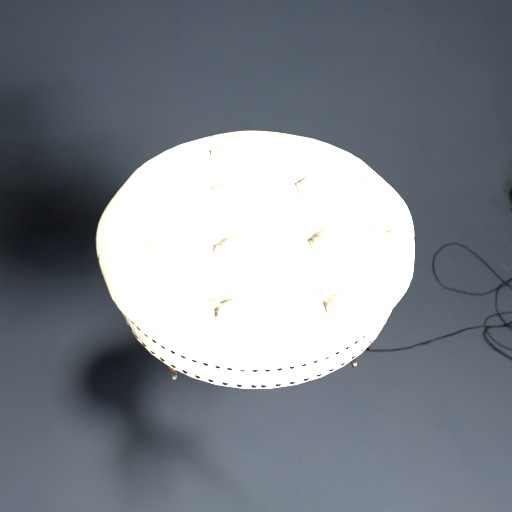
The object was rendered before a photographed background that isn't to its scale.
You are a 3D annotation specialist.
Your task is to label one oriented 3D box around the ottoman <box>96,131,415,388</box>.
[{"bbox_3d":[0.000,0.000,1.361,0.901,0.439,0.901,0,45,0],"label":"ottoman"}]
